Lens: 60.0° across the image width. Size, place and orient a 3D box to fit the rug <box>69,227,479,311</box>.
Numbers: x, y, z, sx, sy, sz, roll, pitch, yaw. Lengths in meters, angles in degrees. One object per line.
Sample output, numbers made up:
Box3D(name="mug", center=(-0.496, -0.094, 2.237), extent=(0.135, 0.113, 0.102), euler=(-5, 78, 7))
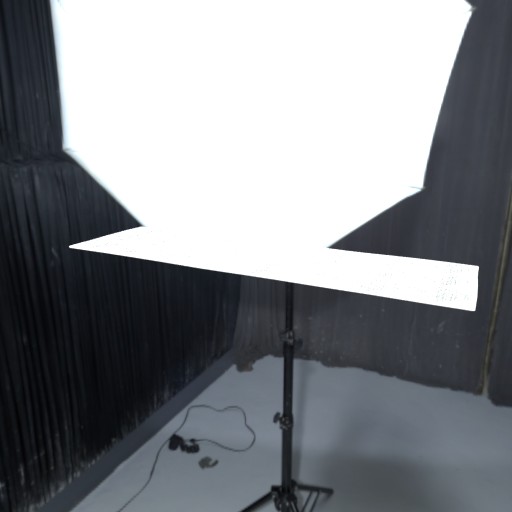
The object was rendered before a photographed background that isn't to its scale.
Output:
Box3D(name="rug", center=(0.000, 0.000, 2.417), extent=(2.182, 0.015, 0.645), euler=(8, 17, 26))
